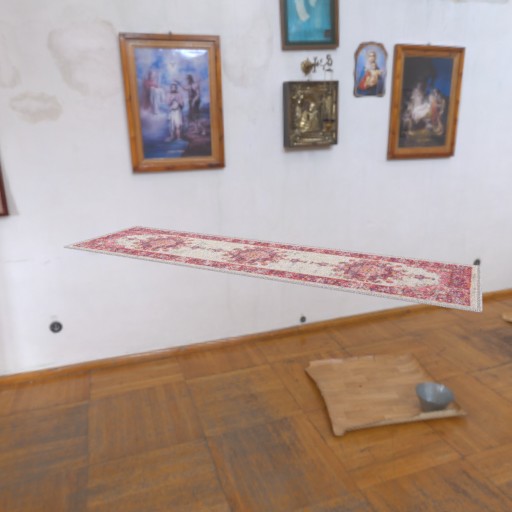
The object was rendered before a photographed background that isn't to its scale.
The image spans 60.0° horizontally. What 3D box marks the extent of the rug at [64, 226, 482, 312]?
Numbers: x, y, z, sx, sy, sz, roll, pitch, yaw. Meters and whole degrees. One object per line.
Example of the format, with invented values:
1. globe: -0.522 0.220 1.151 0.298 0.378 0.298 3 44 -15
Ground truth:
1. rug: 0.000 0.000 2.507 2.294 0.011 0.666 8 18 25
